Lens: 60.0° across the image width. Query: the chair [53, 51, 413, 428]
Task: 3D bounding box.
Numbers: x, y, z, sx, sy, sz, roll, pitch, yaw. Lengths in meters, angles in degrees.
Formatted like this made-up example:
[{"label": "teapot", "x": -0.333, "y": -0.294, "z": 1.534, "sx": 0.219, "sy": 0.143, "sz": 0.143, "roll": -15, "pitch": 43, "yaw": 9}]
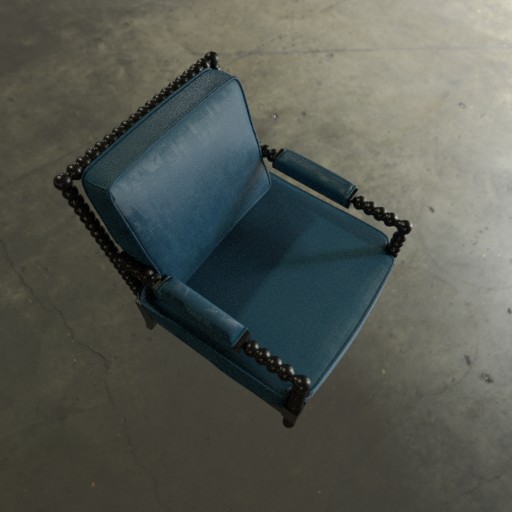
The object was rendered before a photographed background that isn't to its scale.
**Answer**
[{"label": "chair", "x": 0.000, "y": 0.000, "z": 1.458, "sx": 0.805, "sy": 0.857, "sz": 0.688, "roll": 32, "pitch": 64, "yaw": 17}]
